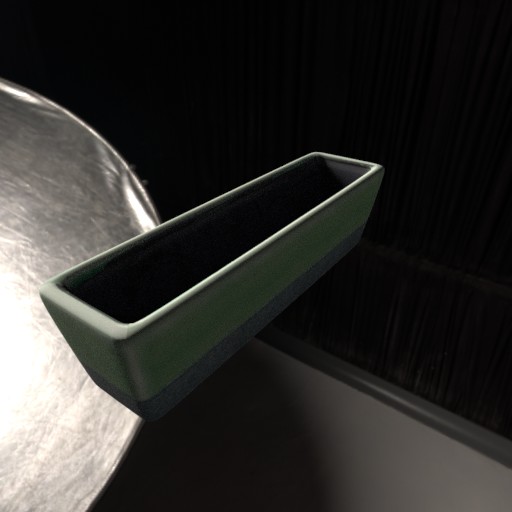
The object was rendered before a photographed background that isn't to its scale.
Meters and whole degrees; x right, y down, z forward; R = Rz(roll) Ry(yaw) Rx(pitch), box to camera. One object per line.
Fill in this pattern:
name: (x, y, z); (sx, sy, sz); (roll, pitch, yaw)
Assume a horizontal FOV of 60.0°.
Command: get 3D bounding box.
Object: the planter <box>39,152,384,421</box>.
planter: (0.000, 0.000, 0.311); (0.072, 0.072, 0.275); (21, 36, 31)
